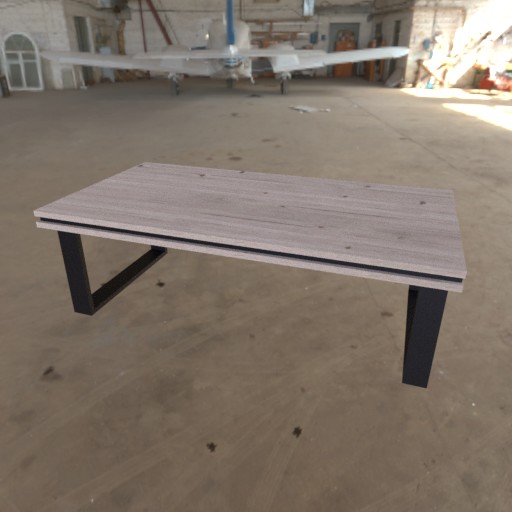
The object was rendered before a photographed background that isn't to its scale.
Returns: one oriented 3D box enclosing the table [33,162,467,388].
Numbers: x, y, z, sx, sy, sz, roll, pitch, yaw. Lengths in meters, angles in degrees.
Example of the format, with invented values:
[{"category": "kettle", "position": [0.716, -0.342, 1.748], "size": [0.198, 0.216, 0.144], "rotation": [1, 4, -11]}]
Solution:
[{"category": "table", "position": [0.000, 0.000, 1.696], "size": [1.350, 0.450, 0.700], "rotation": [9, 27, 17]}]
